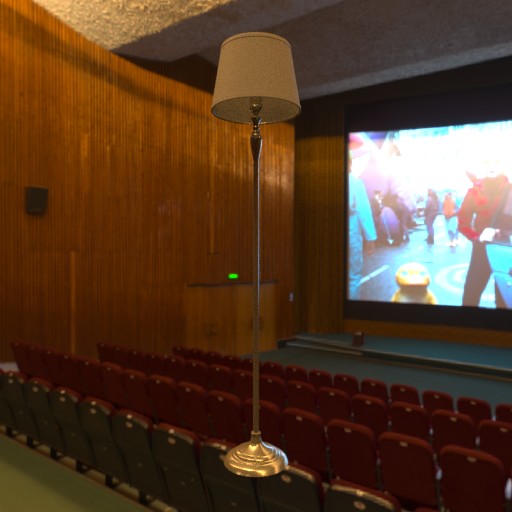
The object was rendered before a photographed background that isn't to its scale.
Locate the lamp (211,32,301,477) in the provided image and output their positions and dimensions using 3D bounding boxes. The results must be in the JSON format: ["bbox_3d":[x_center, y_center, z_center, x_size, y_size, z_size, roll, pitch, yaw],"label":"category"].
[{"bbox_3d":[0.000,0.000,1.622,0.327,1.506,0.327,0,1,35],"label":"lamp"}]
